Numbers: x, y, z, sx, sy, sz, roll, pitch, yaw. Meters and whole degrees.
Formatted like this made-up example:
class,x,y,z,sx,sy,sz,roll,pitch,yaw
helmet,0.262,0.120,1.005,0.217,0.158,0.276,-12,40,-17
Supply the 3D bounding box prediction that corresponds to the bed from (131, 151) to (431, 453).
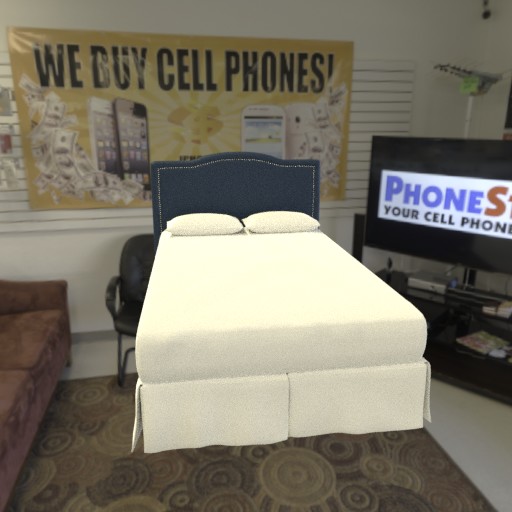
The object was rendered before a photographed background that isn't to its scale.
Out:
class,x,y,z,sx,sy,sz,roll,pitch,yaw
bed,0.000,0.000,3.432,1.741,1.441,2.507,-2,17,-8
